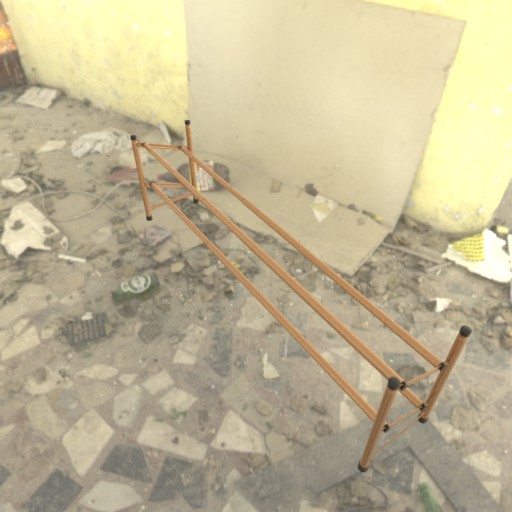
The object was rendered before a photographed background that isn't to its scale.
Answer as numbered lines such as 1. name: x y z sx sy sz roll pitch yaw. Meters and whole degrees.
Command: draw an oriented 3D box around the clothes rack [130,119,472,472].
1. clothes rack: 0.000 0.000 1.288 0.229 0.349 1.168 -25 47 -25
